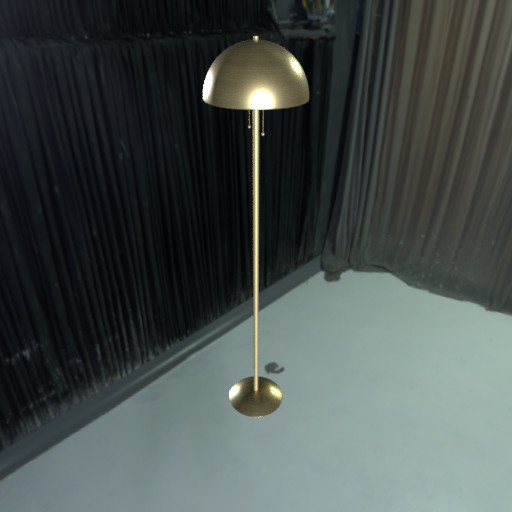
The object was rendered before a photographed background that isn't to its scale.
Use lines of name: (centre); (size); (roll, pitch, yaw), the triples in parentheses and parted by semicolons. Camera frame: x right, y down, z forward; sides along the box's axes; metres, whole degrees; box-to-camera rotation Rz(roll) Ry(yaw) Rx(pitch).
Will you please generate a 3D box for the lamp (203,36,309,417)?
lamp: (0.000, 0.000, 1.662); (0.328, 1.480, 0.328); (21, 36, 32)
